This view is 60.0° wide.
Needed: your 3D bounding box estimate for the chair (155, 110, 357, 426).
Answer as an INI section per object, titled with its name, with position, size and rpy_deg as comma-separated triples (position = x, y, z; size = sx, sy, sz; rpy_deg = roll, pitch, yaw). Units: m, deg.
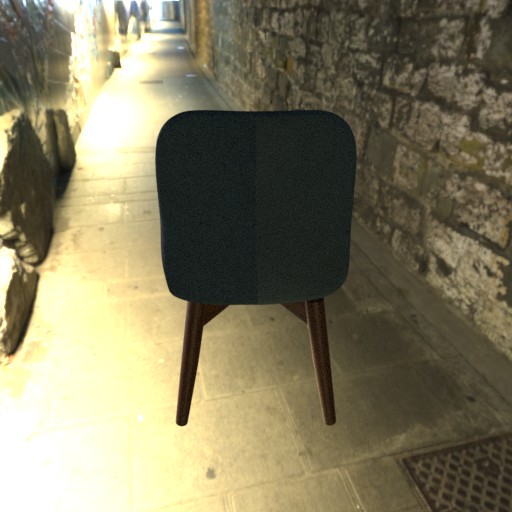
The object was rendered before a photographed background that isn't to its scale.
[chair]
position = 0.000, 0.000, 1.216
size = 0.503, 0.882, 0.589
rpy_deg = 0, 29, 0
